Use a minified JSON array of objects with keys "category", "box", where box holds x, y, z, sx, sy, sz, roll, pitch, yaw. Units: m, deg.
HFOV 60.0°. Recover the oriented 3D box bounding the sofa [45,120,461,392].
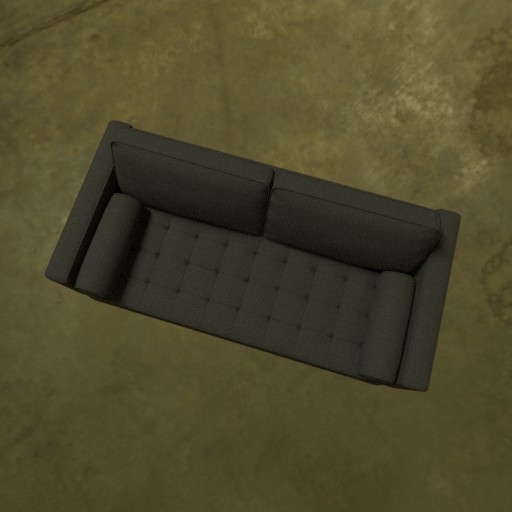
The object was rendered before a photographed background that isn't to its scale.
[{"category":"sofa","box":[0.000,0.000,2.338,1.875,0.759,0.914,16,76,4]}]
